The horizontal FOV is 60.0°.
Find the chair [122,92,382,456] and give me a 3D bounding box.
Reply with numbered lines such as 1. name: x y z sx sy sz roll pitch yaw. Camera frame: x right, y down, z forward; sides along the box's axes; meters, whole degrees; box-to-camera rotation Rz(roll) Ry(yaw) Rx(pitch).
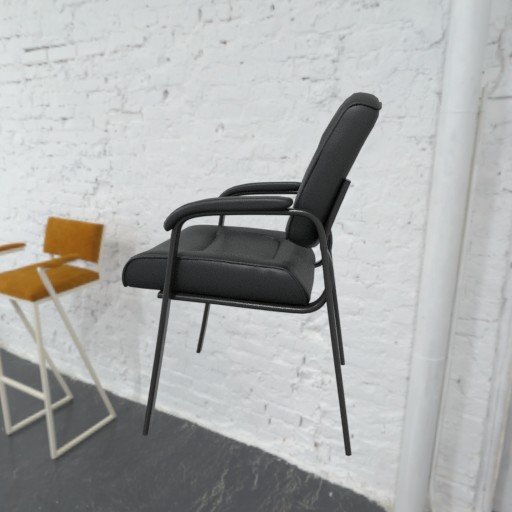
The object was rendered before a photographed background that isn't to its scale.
1. chair: 0.000 0.000 1.337 0.668 0.910 0.591 2 14 9
